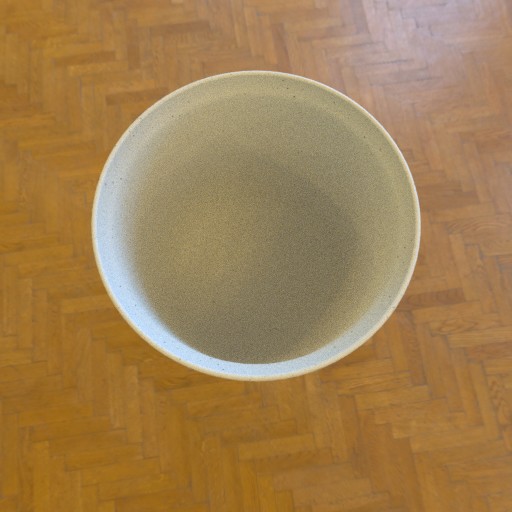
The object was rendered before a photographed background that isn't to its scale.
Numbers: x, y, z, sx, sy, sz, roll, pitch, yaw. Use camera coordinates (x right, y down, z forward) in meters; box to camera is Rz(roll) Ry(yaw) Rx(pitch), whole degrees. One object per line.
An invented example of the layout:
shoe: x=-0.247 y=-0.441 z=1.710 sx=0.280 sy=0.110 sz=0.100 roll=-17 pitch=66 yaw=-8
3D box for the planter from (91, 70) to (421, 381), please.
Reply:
planter: x=0.000 y=0.000 z=0.377 sx=0.204 sy=0.214 sz=0.204 roll=0 pitch=75 yaw=0
